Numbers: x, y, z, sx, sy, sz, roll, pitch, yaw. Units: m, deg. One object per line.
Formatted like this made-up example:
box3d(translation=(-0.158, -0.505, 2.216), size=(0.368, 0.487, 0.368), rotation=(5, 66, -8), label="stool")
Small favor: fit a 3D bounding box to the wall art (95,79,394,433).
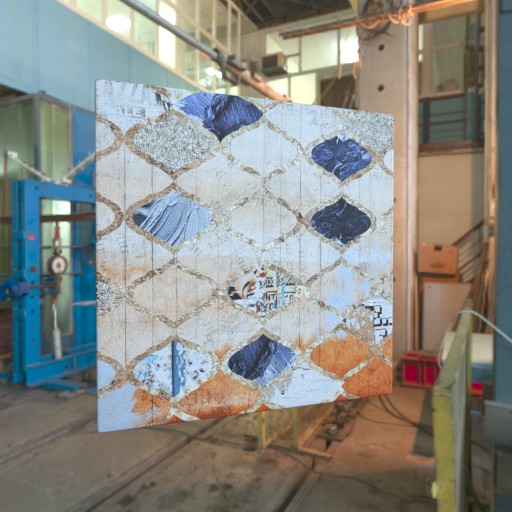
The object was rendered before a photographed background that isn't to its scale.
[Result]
box3d(translation=(0.000, 0.000, 0.446), size=(0.303, 0.304, 0.036), rotation=(0, 1, -20), label="wall art")
